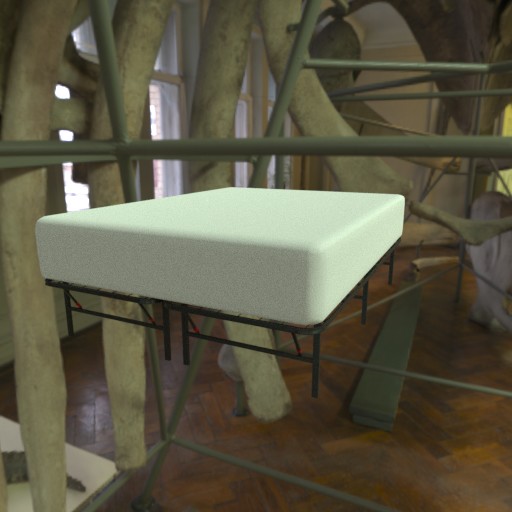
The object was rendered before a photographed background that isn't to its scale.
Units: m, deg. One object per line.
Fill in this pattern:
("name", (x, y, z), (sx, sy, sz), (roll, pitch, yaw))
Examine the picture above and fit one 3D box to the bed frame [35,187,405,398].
("bed frame", (0.000, 0.000, 2.846), (1.528, 0.677, 2.037), (7, 15, 25))
